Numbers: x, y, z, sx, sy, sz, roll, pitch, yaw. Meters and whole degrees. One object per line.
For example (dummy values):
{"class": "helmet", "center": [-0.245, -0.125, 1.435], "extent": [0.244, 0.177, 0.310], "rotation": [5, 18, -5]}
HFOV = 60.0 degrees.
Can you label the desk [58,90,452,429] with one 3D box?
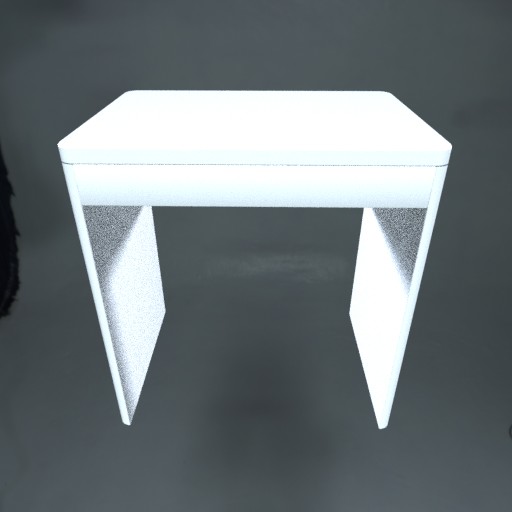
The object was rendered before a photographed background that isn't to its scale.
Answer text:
{"class": "desk", "center": [0.000, 0.000, 1.270], "extent": [0.762, 0.800, 0.549], "rotation": [1, 31, 1]}
